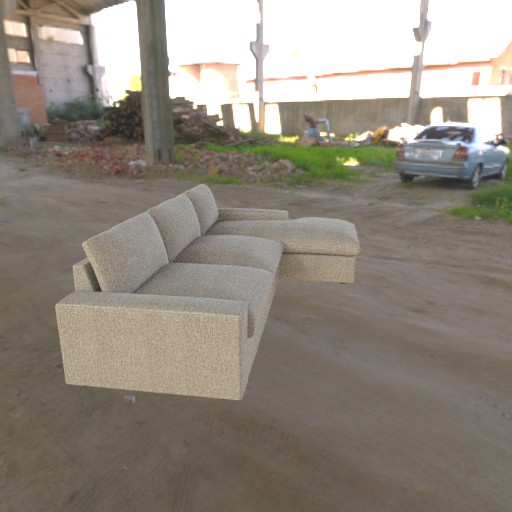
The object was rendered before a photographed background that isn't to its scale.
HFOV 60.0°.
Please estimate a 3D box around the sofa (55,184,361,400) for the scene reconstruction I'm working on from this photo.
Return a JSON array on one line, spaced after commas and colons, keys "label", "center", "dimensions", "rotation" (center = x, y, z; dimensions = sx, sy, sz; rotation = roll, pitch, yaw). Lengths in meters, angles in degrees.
[{"label": "sofa", "center": [0.000, 0.000, 3.478], "dimensions": [1.689, 0.813, 2.718], "rotation": [3, 17, 8]}]
